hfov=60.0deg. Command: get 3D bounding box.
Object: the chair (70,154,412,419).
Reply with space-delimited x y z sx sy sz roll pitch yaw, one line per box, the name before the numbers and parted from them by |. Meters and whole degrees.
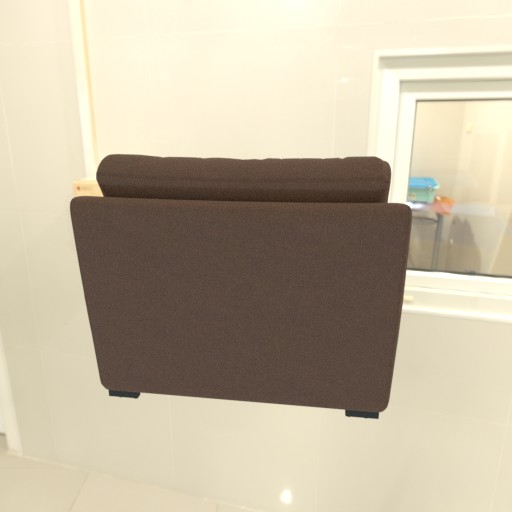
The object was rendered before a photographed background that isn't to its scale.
chair | 0.000 0.000 2.005 1.168 0.940 1.143 2 17 8
